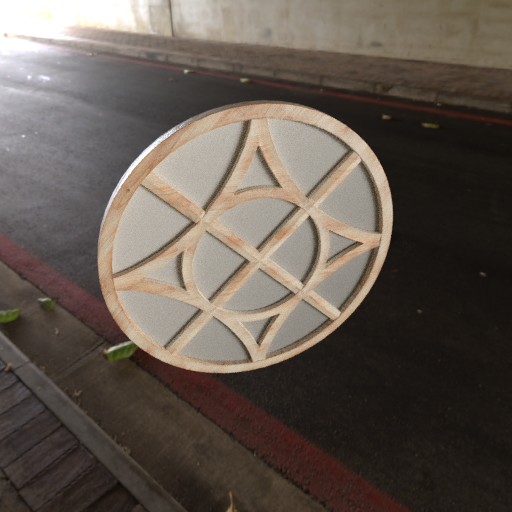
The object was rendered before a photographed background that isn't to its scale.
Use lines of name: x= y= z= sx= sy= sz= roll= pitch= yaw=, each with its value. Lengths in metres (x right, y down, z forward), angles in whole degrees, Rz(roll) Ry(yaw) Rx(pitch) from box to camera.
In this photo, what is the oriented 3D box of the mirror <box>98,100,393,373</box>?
mirror: x=0.000 y=0.000 z=1.057 sx=0.710 sy=0.710 sz=0.038 roll=-9 pitch=33 yaw=-15
